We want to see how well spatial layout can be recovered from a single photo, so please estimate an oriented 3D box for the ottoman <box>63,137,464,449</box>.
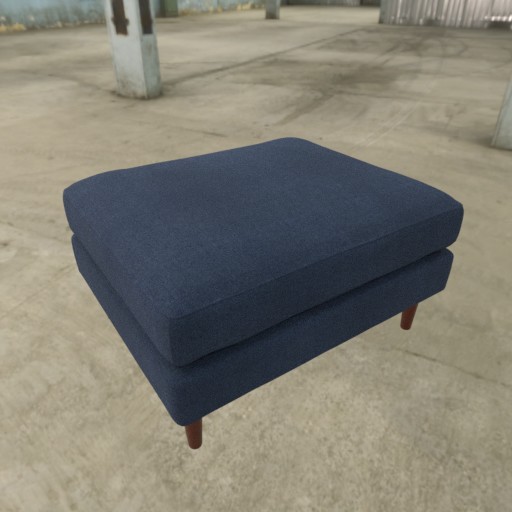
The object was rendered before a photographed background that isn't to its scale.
[{"bbox_3d":[0.000,0.000,1.229,0.821,0.474,0.693,-19,36,-29],"label":"ottoman"}]
